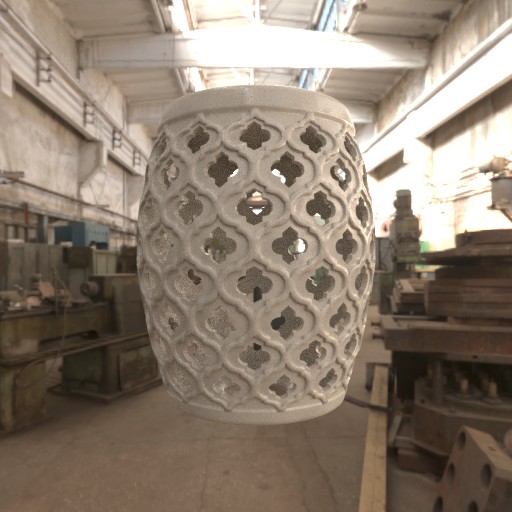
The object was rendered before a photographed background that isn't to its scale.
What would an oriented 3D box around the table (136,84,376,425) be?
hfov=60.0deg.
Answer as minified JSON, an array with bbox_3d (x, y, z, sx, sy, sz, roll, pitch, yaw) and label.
[{"bbox_3d":[0.000,0.000,0.622,0.325,0.388,0.325,0,0,0],"label":"table"}]
